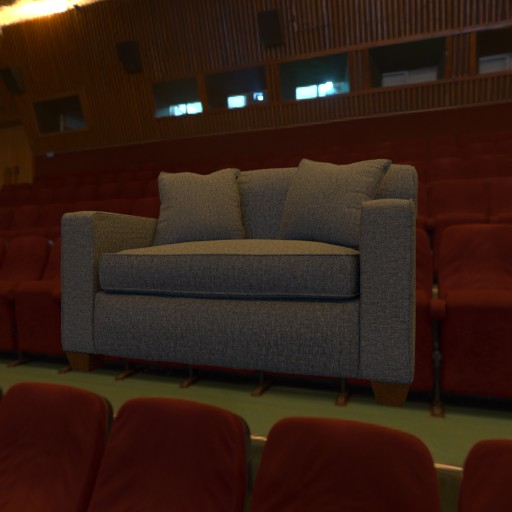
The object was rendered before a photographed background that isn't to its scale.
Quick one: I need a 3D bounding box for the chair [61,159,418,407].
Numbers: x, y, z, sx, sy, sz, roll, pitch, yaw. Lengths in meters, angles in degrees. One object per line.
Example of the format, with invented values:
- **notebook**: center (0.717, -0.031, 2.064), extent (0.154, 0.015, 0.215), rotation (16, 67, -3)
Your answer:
- **chair**: center (0.000, 0.000, 2.013), extent (1.383, 0.948, 1.000), rotation (0, 0, 20)
